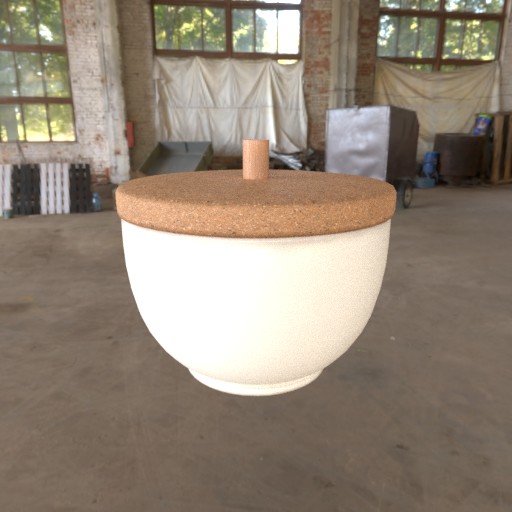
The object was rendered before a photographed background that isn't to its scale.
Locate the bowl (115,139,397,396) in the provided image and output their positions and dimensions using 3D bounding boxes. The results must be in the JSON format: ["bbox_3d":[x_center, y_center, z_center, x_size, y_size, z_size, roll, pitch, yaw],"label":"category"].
[{"bbox_3d":[0.000,0.000,0.217,0.126,0.110,0.126,0,16,0],"label":"bowl"}]
